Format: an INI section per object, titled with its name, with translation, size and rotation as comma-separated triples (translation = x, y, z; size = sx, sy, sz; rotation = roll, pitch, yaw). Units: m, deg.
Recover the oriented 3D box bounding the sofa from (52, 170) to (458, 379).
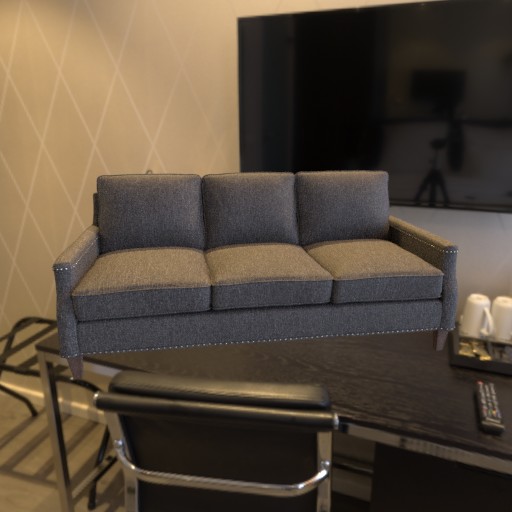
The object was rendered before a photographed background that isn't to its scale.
[sofa]
translation = 0.000, 0.000, 2.868
size = 2.246, 1.003, 1.084
rotation = -2, 17, -8
